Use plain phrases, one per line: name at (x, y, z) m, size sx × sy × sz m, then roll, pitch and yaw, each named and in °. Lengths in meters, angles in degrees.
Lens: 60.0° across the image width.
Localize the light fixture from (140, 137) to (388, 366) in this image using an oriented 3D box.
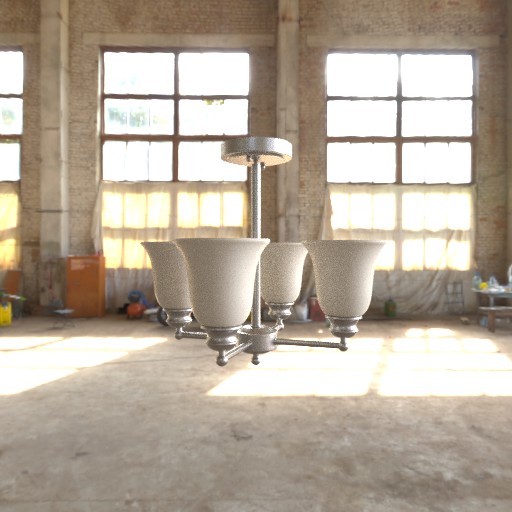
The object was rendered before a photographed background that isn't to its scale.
light fixture at (0.000, 0.000, 0.748) m, size 0.427 × 0.370 × 0.427 m, roll 0°, pitch 1°, yaw 19°
